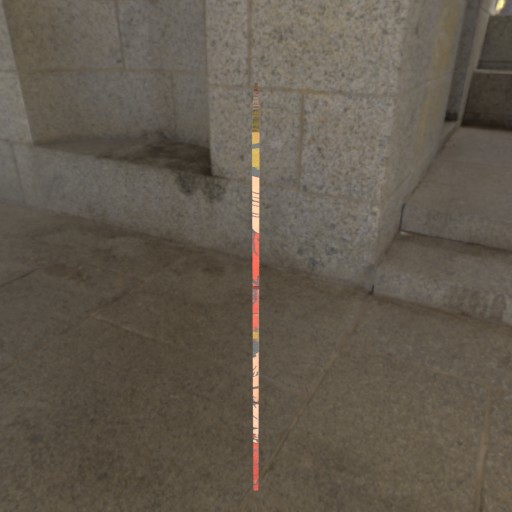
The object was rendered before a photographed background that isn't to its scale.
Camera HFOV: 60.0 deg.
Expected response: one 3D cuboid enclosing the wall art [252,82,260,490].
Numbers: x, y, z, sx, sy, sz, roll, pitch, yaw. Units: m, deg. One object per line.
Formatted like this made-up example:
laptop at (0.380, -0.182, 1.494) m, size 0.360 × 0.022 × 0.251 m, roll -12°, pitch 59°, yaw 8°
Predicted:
wall art at (0.000, 0.000, 1.356) m, size 0.013 × 0.913 × 0.904 m, roll 0°, pitch 26°, yaw 0°
